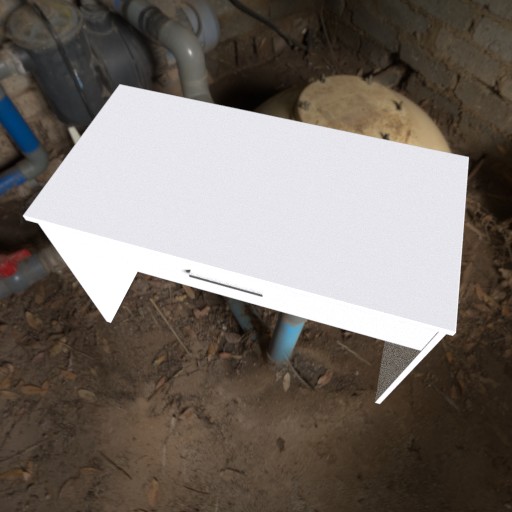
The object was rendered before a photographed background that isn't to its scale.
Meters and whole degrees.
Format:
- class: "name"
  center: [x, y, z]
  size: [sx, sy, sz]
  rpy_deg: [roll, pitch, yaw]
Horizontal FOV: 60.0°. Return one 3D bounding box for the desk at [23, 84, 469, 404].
- class: "desk"
  center: [0.000, 0.000, 1.520]
  size: [1.100, 0.730, 0.560]
  rpy_deg: [15, 59, 9]
